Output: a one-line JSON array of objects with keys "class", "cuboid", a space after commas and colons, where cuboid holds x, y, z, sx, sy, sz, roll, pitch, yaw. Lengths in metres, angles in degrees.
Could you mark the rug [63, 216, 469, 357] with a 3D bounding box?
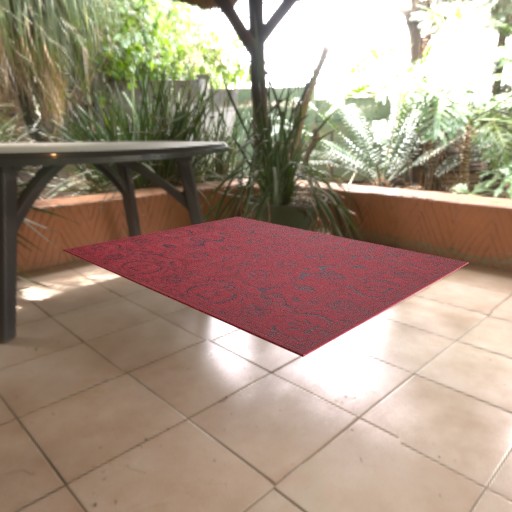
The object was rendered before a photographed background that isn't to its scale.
[{"class": "rug", "cuboid": [0.000, 0.000, 4.049, 2.929, 0.012, 2.300, 15, 22, 42]}]
